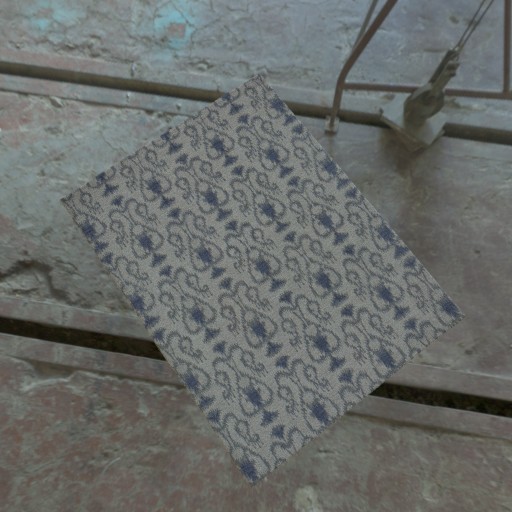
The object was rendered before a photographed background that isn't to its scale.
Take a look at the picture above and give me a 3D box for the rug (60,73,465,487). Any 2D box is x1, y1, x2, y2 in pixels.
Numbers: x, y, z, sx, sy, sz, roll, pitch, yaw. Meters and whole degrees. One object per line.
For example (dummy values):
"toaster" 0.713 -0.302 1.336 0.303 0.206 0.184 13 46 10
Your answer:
"rug" 0.000 0.000 4.209 2.437 0.015 3.205 -35 78 -8
